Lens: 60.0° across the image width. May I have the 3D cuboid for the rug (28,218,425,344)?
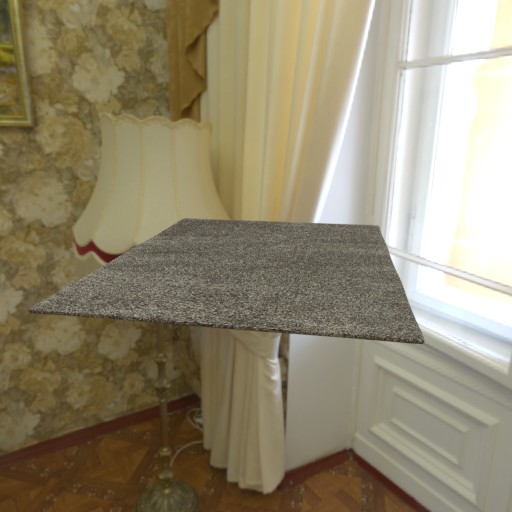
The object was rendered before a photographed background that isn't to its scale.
[{"bbox_3d":[0.000,0.000,4.017,2.401,0.025,3.000,3,16,10],"label":"rug"}]
